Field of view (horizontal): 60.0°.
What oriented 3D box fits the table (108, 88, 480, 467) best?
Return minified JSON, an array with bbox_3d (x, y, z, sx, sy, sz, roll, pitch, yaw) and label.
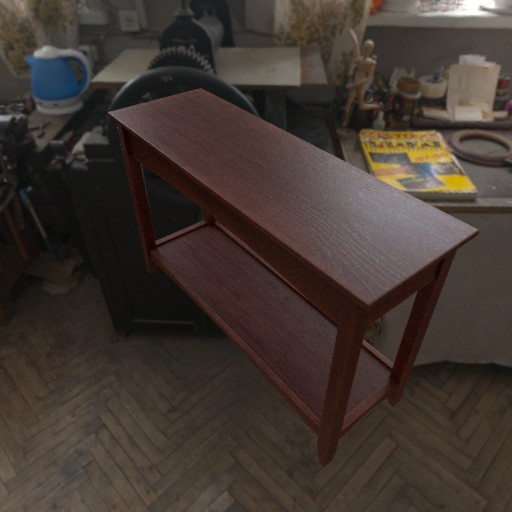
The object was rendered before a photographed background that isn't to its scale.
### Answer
[{"bbox_3d":[0.000,0.000,1.530,0.392,0.739,1.188,-27,47,-28],"label":"table"}]
